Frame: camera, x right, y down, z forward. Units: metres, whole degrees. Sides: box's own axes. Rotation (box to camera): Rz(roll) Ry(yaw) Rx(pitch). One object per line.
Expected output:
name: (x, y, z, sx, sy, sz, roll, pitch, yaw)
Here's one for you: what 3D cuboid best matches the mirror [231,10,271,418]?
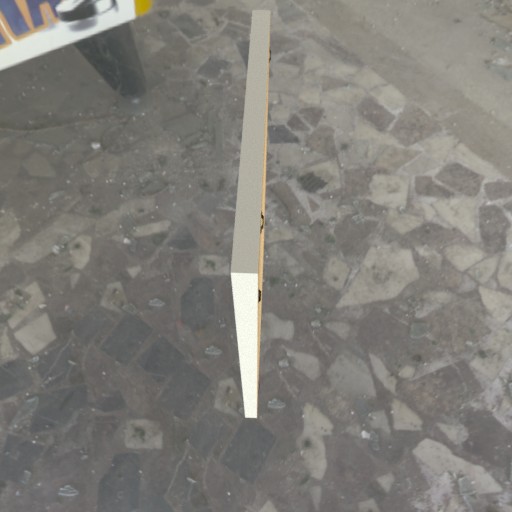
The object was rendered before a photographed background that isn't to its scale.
mirror: (0.000, 0.000, 1.129, 0.041, 0.914, 0.609, 2, 59, 1)
